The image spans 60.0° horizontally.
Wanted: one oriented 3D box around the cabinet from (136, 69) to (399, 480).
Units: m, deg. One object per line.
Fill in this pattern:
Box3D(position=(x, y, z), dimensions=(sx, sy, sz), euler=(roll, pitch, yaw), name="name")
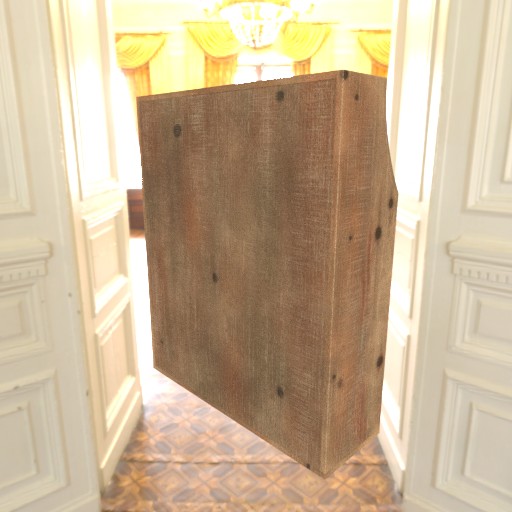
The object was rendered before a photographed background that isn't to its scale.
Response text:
Box3D(position=(0.000, 0.000, 0.841), dimensions=(0.184, 0.590, 0.489), euler=(-14, 20, -43), name="cabinet")
